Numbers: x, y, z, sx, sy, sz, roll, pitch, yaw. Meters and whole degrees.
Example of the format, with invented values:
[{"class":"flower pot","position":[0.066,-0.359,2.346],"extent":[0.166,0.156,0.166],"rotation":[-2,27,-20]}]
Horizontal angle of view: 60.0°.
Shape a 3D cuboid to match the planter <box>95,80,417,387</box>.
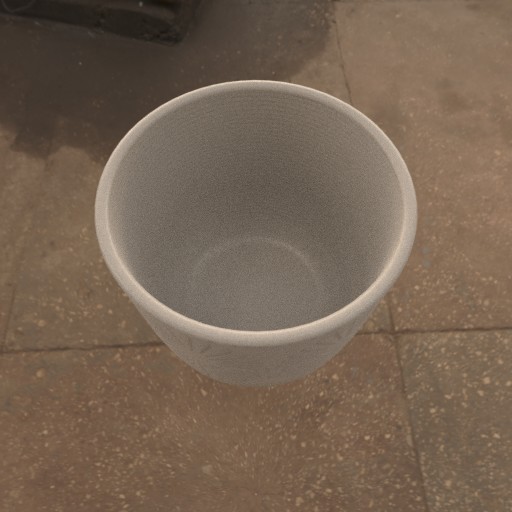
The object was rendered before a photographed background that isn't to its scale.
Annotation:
[{"class":"planter","position":[0.000,0.000,0.219],"extent":[0.124,0.109,0.124],"rotation":[0,62,0]}]
